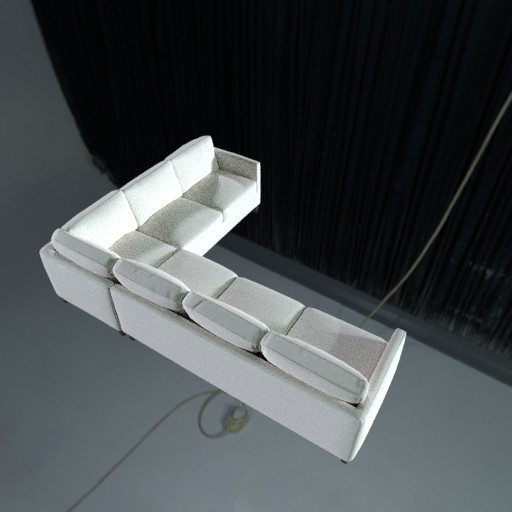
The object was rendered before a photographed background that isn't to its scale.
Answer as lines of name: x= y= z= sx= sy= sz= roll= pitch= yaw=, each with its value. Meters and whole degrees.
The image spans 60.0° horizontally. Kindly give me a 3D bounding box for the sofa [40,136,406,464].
sofa: x=0.000 y=0.000 z=4.500 sx=3.302 sy=0.947 sz=2.593 roll=23 pitch=46 yaw=23
